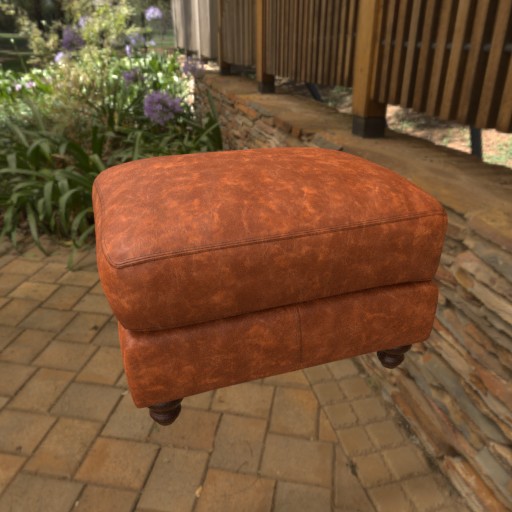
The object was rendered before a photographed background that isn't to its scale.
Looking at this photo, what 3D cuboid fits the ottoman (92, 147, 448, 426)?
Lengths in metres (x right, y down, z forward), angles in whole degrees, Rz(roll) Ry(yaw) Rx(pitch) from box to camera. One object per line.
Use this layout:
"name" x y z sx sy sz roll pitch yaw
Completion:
"ottoman" 0.000 0.000 1.259 0.832 0.562 0.657 -9 27 -17
